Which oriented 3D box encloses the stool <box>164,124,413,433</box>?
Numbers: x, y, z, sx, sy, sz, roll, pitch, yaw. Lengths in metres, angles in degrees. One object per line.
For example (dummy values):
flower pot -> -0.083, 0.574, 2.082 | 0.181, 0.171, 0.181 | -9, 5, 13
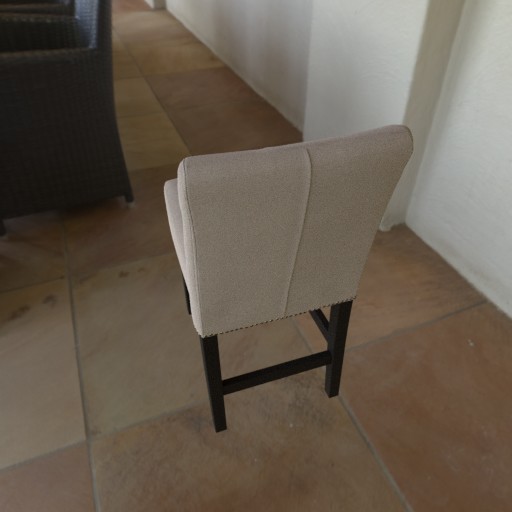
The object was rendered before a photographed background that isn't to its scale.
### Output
stool -> 0.000, 0.000, 1.196 | 0.427, 0.885, 0.571 | -12, 42, -14
